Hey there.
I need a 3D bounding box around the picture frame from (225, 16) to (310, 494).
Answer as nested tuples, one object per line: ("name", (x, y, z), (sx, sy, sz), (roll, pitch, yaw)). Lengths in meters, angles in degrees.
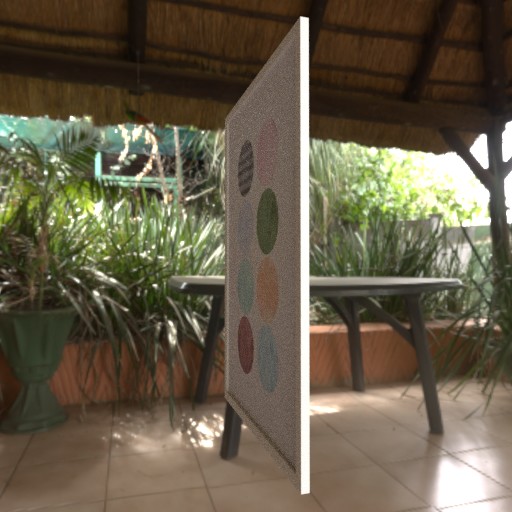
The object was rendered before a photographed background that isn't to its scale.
("picture frame", (0.000, 0.000, 0.830), (0.013, 0.657, 0.457), (0, -1, -17))
